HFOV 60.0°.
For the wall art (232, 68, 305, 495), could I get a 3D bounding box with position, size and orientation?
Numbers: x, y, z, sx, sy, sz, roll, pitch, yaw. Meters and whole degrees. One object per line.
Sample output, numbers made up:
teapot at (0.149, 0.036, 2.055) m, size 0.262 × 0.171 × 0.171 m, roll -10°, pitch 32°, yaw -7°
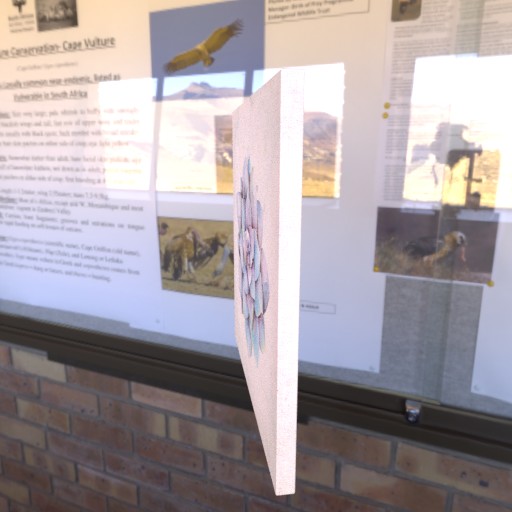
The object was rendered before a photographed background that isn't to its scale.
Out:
wall art at (0.000, 0.000, 1.127) m, size 0.038 × 0.762 × 0.762 m, roll -2°, pitch 13°, yaw -8°
